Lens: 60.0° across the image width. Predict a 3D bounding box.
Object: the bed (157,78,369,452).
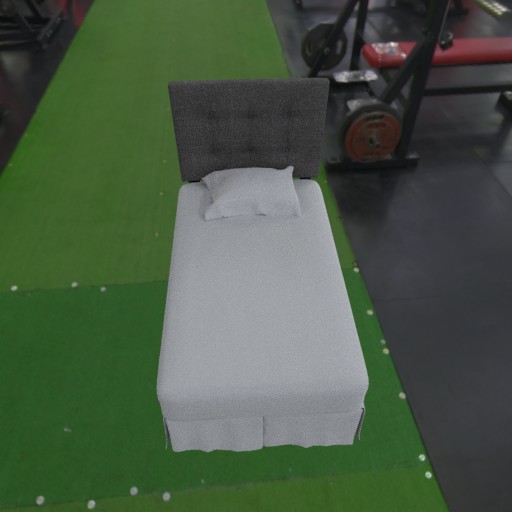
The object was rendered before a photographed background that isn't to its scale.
[{"bbox_3d":[0.000,0.000,2.992,1.261,1.571,1.997,-2,45,-2],"label":"bed"}]
